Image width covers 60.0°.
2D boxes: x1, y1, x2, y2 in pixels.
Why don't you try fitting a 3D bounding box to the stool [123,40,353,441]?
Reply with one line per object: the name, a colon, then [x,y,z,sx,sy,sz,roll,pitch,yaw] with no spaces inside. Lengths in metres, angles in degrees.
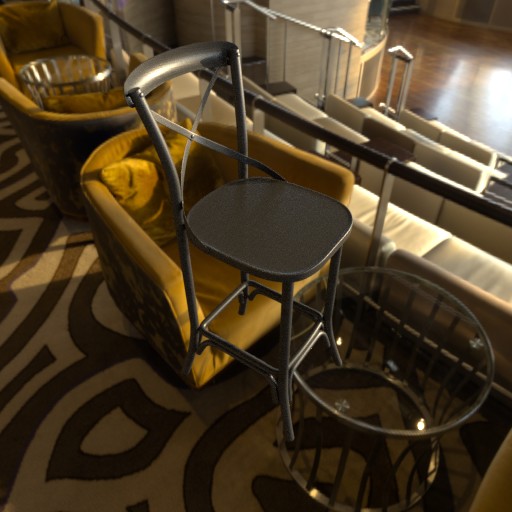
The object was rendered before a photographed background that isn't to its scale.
stool: [0.000,0.000,1.442,0.584,1.168,0.457,24,46,26]
